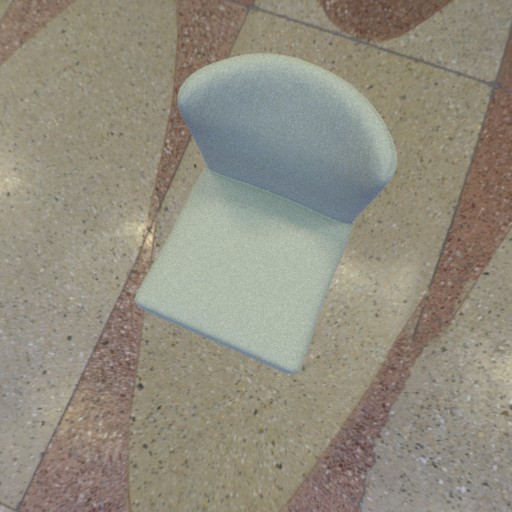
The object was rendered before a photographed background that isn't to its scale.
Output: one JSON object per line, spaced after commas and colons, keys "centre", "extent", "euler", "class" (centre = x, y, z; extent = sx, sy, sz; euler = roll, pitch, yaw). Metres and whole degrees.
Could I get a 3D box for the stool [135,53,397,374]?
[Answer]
{"centre": [0.000, 0.000, 1.334], "extent": [0.479, 1.069, 0.568], "euler": [23, 75, 6], "class": "stool"}
